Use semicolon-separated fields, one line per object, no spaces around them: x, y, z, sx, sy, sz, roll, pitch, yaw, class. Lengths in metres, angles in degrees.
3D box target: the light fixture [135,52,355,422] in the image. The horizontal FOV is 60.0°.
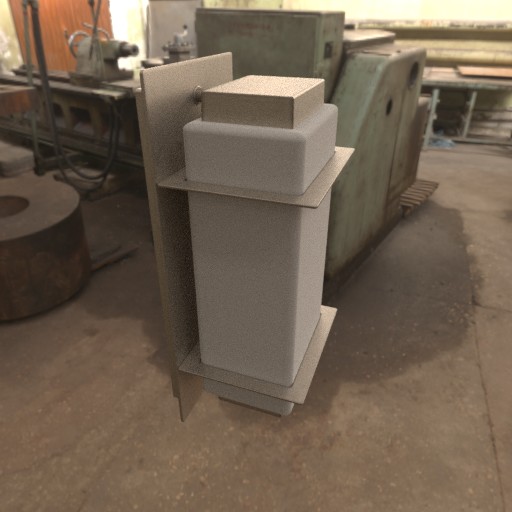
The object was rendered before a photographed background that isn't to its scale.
0.000;0.000;0.472;0.160;0.380;0.168;10;31;18;light fixture
